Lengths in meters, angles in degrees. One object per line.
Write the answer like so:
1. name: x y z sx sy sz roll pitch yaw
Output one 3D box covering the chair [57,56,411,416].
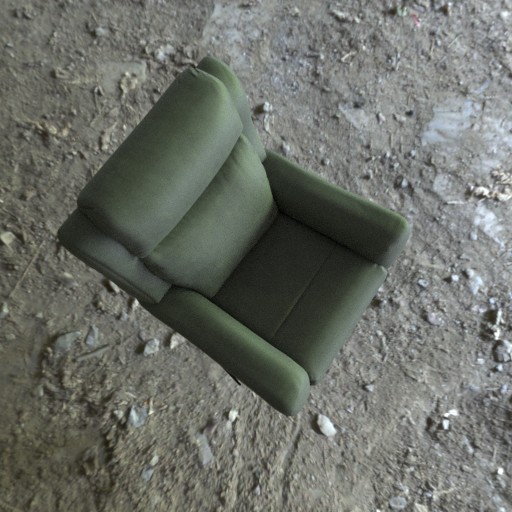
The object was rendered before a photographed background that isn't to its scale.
1. chair: 0.000 0.000 1.891 1.068 1.116 0.967 34 78 8
